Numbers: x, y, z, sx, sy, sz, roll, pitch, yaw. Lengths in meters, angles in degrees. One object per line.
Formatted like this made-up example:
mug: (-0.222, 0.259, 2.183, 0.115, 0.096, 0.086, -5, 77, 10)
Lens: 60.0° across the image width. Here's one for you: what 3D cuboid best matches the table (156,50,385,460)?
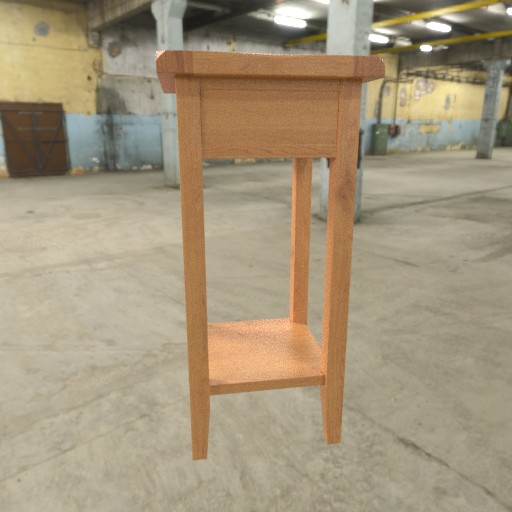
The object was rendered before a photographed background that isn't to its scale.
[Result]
table: (0.000, 0.000, 0.944, 0.360, 0.740, 0.360, -3, 16, -9)
